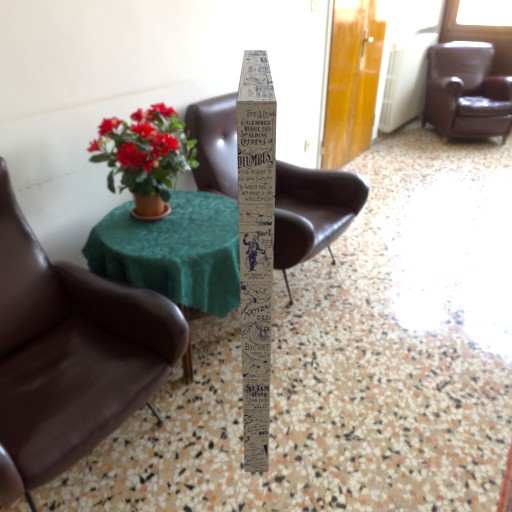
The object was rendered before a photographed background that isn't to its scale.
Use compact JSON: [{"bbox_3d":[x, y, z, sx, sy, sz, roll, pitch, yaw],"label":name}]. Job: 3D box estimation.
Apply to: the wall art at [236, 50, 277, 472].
[{"bbox_3d":[0.000,0.000,0.762,0.040,0.601,0.408,0,31,0],"label":"wall art"}]
